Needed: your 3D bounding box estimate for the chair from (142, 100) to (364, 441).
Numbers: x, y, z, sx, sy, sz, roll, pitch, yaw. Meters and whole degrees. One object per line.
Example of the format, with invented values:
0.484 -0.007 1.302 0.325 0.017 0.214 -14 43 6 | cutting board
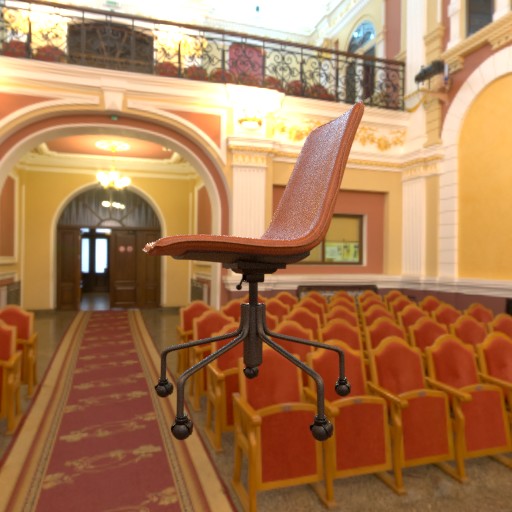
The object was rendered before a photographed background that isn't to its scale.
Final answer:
0.000 0.000 1.363 0.660 0.920 0.651 0 0 -18 | chair
